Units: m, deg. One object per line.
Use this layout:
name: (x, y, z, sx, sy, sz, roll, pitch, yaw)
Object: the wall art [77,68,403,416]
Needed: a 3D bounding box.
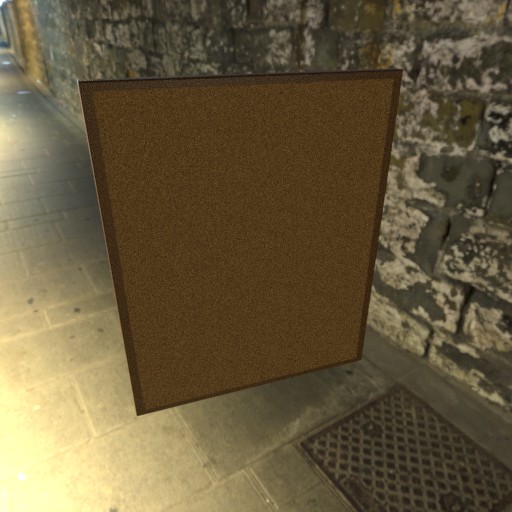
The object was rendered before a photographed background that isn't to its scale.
wall art: (0.000, 0.000, 0.720, 0.449, 0.550, 0.021, -9, 29, -17)
